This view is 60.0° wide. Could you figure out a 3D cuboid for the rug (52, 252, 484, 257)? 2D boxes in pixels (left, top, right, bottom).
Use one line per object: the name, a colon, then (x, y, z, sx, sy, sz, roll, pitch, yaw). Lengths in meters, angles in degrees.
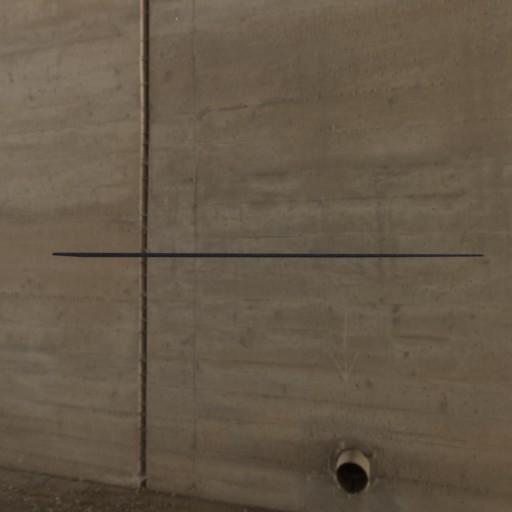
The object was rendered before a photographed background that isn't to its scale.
rug: (0.000, 0.000, 2.351, 1.829, 0.010, 1.219, 0, 0, -17)
